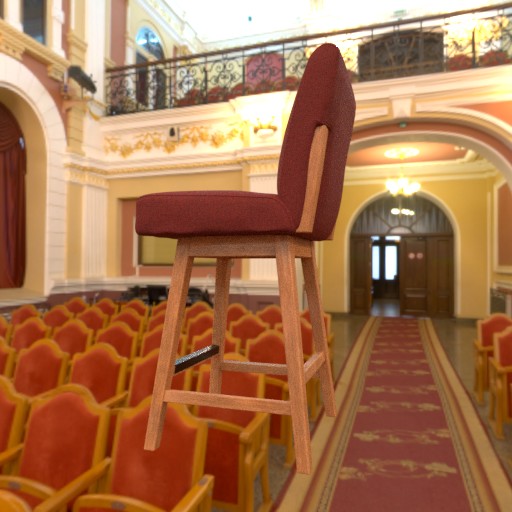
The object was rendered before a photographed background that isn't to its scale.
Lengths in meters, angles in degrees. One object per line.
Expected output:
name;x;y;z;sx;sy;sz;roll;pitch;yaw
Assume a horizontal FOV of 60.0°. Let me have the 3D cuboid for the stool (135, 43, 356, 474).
stool;0.000;0.000;1.324;0.562;1.038;0.468;0;-1;18
